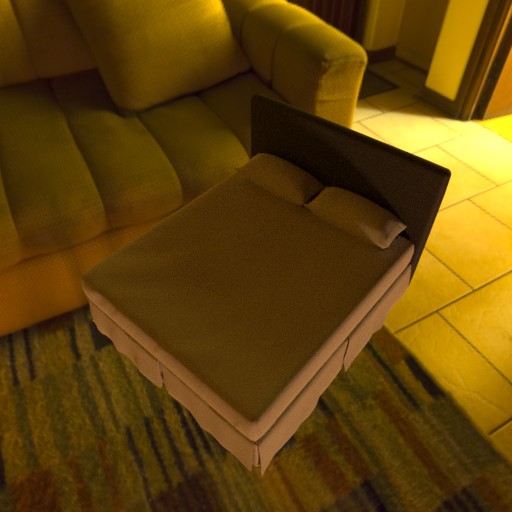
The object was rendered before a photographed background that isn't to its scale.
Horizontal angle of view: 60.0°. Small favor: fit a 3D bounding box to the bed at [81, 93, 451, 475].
[{"bbox_3d":[0.000,0.000,3.411,1.884,1.330,2.142,32,54,27],"label":"bed"}]
